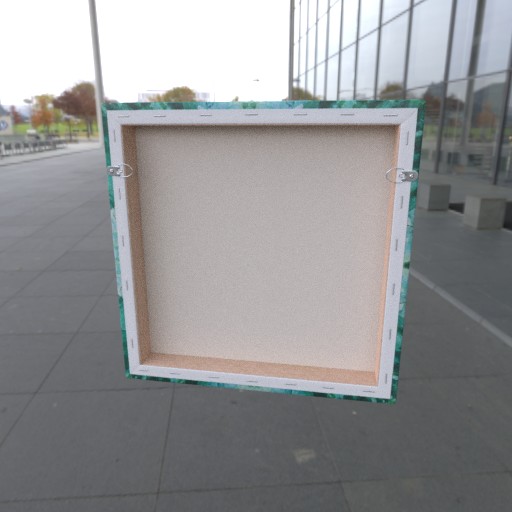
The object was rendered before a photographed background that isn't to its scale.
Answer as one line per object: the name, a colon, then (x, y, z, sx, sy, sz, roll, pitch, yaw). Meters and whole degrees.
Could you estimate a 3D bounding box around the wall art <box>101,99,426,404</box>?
wall art: (0.000, 0.000, 0.477, 0.313, 0.313, 0.033, 3, 16, 9)
